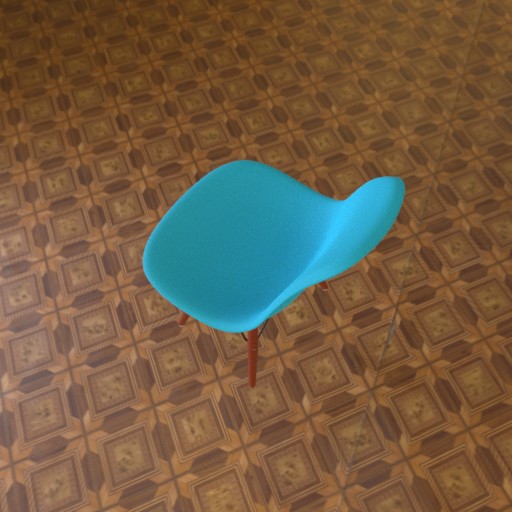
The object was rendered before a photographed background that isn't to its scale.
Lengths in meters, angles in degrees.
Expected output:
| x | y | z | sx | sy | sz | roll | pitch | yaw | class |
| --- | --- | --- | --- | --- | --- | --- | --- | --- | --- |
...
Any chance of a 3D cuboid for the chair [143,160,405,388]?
| x | y | z | sx | sy | sz | roll | pitch | yaw | class |
| --- | --- | --- | --- | --- | --- | --- | --- | --- | --- |
| 0.000 | 0.000 | 1.156 | 0.533 | 0.826 | 0.470 | 32 | 68 | 15 | chair |
